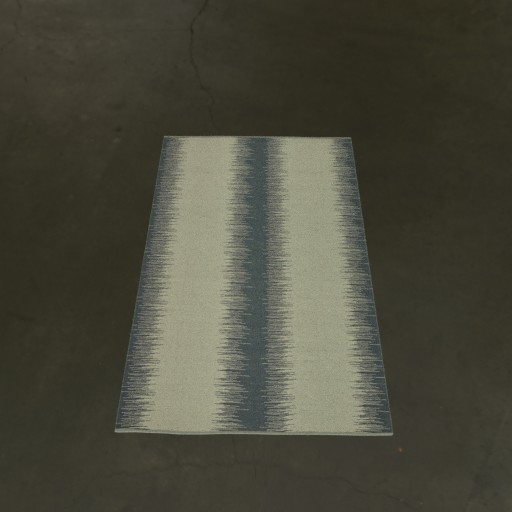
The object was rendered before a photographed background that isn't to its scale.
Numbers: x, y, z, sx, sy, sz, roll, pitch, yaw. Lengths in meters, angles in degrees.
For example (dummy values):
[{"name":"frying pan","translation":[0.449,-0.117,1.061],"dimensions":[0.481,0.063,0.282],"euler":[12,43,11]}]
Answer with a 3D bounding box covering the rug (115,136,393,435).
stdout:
[{"name":"rug","translation":[0.000,0.000,2.442],"dimensions":[1.234,0.006,1.854],"euler":[1,58,0]}]
